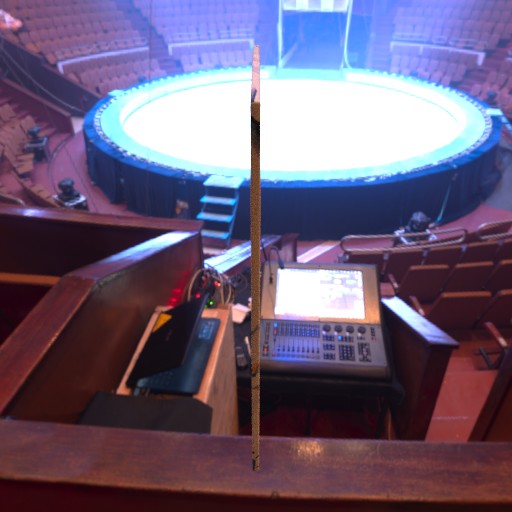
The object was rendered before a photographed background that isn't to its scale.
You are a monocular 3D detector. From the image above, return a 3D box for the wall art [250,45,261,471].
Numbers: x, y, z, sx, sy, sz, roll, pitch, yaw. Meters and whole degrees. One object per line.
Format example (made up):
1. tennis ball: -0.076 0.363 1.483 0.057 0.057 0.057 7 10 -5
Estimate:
1. wall art: 0.000 0.000 1.141 0.016 0.914 0.610 0 32 0
